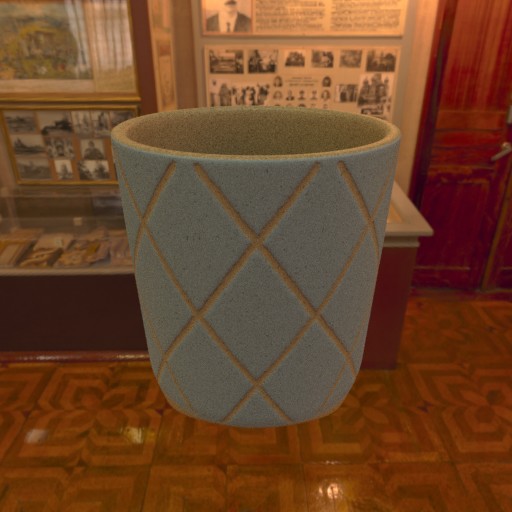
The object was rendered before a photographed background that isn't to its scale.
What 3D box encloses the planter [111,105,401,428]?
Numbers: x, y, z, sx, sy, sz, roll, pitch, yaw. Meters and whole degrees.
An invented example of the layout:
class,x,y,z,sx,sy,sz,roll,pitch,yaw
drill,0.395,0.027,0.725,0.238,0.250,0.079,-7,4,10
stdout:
class,x,y,z,sx,sy,sz,roll,pitch,yaw
planter,0.000,0.000,0.346,0.191,0.200,0.191,0,26,0
